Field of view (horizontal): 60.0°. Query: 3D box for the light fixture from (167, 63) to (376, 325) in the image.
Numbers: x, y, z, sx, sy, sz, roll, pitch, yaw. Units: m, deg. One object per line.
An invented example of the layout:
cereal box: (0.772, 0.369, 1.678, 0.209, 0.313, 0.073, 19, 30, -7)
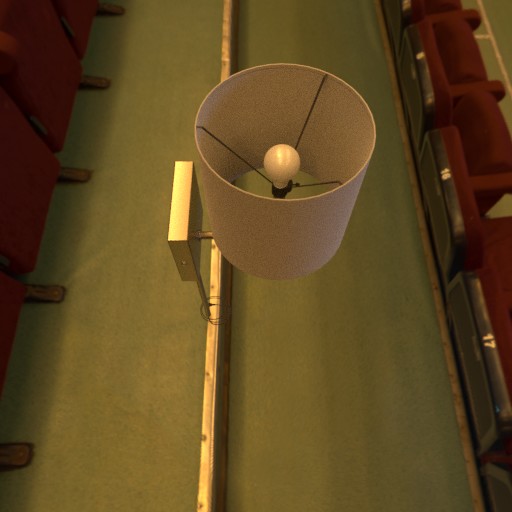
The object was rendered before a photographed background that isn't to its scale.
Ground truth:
light fixture: (0.000, 0.000, 0.722, 0.248, 0.589, 0.188, 0, 63, 0)
